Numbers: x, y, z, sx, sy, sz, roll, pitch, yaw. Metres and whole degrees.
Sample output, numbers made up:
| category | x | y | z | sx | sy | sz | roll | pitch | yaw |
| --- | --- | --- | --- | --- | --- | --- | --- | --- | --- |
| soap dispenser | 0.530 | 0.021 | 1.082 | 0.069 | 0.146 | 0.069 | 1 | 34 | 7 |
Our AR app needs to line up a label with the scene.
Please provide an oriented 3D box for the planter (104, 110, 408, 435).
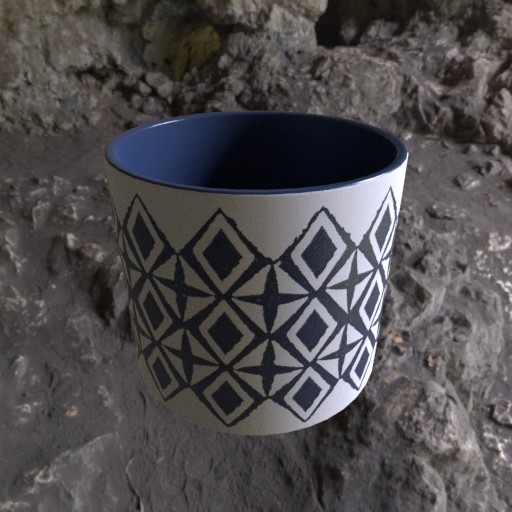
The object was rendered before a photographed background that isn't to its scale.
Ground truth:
| category | x | y | z | sx | sy | sz | roll | pitch | yaw |
| --- | --- | --- | --- | --- | --- | --- | --- | --- | --- |
| planter | 0.000 | 0.000 | 0.314 | 0.182 | 0.165 | 0.182 | 0 | 29 | 0 |
